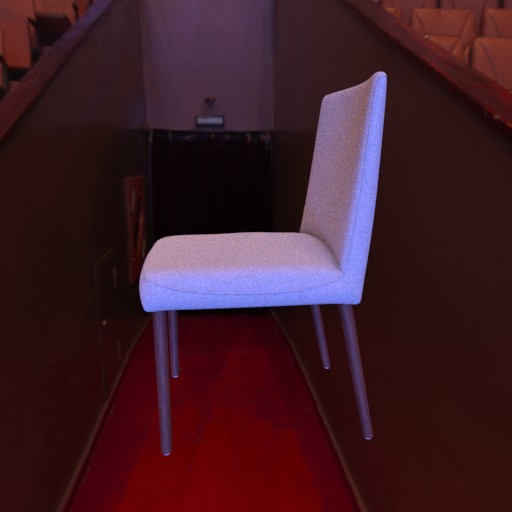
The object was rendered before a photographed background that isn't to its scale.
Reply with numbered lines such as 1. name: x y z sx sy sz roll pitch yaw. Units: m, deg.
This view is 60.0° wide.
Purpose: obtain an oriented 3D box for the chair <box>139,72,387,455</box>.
1. chair: 0.000 0.000 1.162 0.570 0.859 0.456 -2 13 -7
